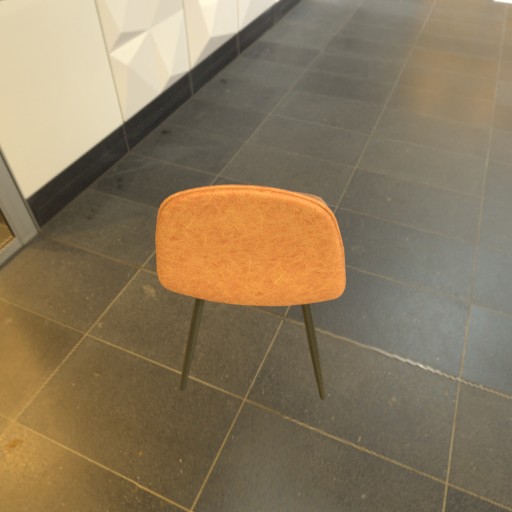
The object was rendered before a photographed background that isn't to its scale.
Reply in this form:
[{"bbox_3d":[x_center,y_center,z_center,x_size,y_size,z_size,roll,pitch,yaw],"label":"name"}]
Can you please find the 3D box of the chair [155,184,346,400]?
[{"bbox_3d":[0.000,0.000,1.235,0.472,0.889,0.561,3,46,3],"label":"chair"}]
